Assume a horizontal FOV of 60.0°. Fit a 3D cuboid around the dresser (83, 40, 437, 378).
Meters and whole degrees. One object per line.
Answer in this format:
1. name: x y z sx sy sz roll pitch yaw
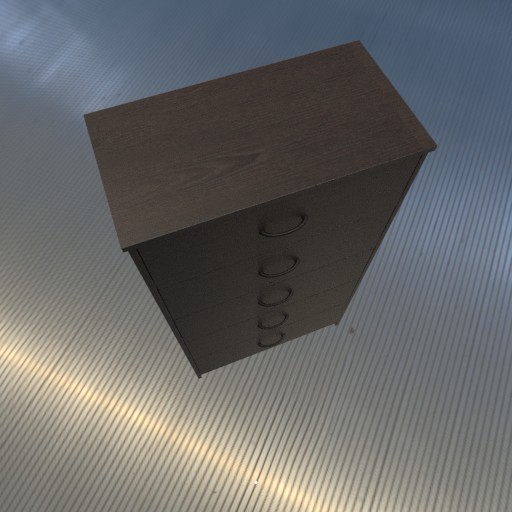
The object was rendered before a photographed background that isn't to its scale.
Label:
1. dresser: 0.000 0.000 1.548 0.704 1.254 0.418 -19 65 -9
